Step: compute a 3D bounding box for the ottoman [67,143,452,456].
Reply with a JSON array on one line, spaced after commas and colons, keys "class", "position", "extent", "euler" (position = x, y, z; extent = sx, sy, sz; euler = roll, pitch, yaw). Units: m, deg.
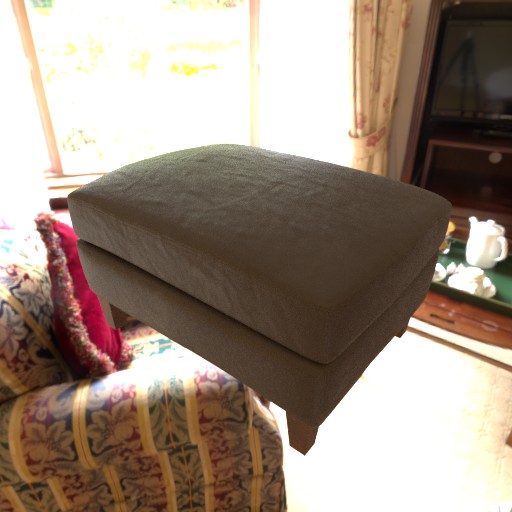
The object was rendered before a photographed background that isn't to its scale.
[{"class": "ottoman", "position": [0.000, 0.000, 1.282], "extent": [0.887, 0.529, 0.659], "euler": [22, 36, 33]}]
